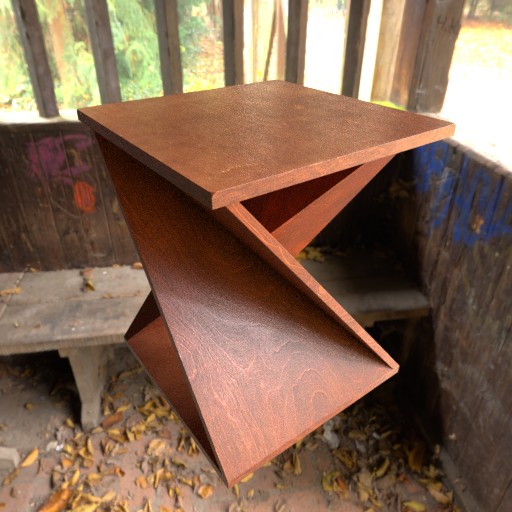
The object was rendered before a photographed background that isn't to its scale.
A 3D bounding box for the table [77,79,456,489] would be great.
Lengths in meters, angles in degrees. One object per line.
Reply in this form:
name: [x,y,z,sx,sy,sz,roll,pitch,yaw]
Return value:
table: [0.000,0.000,0.834,0.427,0.520,0.427,-21,38,-30]
